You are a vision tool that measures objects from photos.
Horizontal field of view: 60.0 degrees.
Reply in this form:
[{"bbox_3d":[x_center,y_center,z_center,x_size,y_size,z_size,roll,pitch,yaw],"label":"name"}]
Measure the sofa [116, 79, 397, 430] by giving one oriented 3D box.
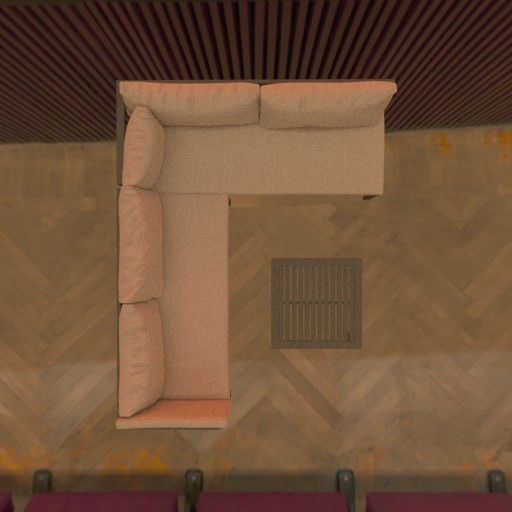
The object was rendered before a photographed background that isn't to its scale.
[{"bbox_3d":[0.000,0.000,2.887,1.658,0.758,2.096,0,90,1],"label":"sofa"}]
